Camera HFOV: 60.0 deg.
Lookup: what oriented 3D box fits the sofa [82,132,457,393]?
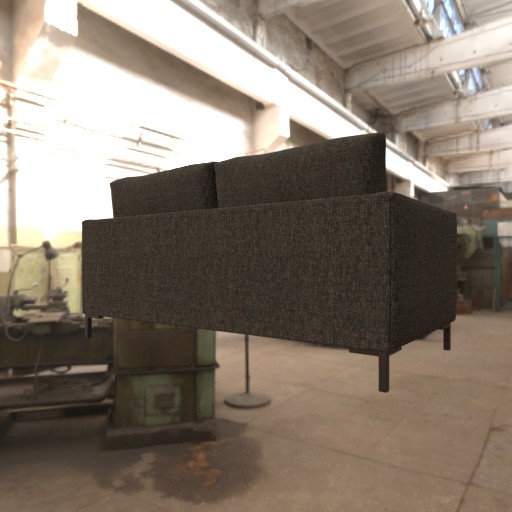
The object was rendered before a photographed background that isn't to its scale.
[{"bbox_3d":[0.000,0.000,2.199,1.716,0.862,0.866,0,-1,37],"label":"sofa"}]
